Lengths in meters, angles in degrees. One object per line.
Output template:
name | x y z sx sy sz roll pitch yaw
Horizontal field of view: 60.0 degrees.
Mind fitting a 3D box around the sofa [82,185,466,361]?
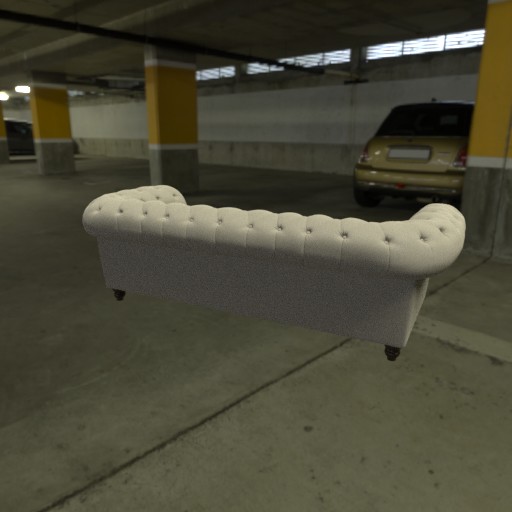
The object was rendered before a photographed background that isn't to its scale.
sofa | 0.000 0.000 2.881 2.411 0.749 0.991 8 17 26
